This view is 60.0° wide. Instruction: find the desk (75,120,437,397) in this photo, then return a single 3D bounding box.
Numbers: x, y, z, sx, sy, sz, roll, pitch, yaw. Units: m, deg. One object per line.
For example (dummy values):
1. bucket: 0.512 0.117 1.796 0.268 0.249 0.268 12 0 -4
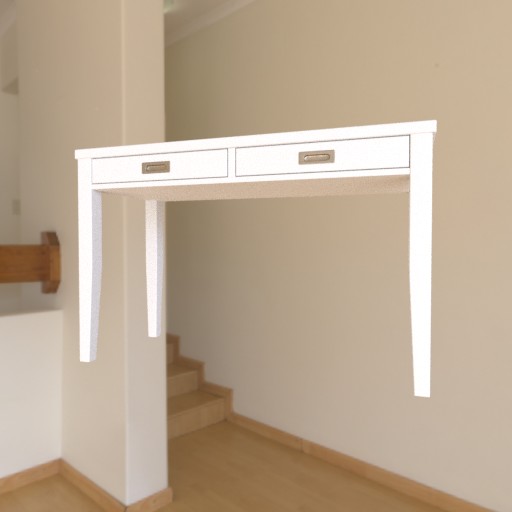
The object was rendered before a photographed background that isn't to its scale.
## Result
1. desk: 0.000 0.000 1.664 1.220 0.775 0.508 1 2 19
